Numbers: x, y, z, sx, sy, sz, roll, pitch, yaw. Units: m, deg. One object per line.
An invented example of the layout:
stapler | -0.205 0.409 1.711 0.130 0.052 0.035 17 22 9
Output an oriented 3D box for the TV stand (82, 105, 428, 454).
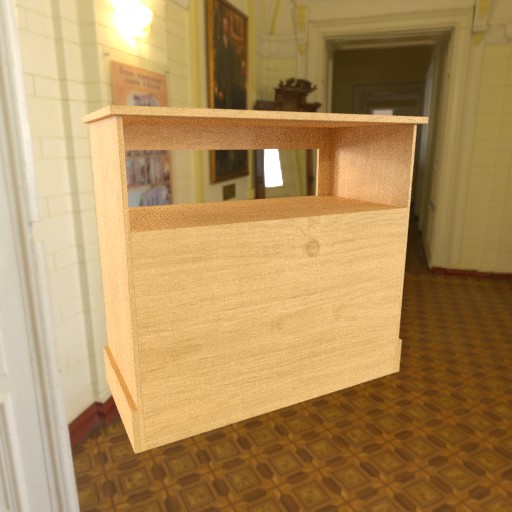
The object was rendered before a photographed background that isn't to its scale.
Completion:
TV stand | 0.000 0.000 1.313 0.851 0.787 0.430 -7 16 -27
